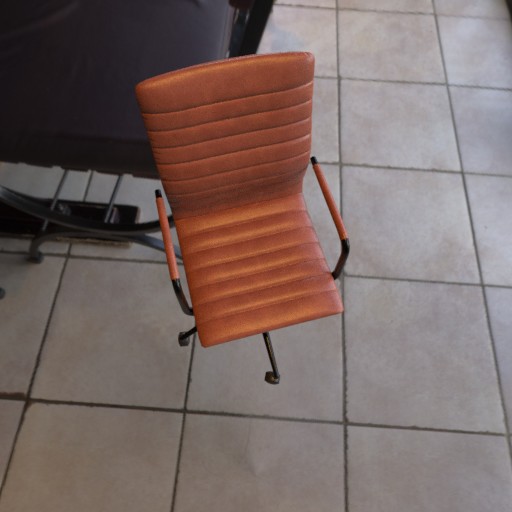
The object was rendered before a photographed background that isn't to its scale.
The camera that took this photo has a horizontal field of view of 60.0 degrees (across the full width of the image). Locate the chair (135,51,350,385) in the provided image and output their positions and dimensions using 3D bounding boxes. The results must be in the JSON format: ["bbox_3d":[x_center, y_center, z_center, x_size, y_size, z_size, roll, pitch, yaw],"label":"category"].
[{"bbox_3d":[0.000,0.000,1.259,0.600,0.878,0.578,-13,64,-6],"label":"chair"}]
